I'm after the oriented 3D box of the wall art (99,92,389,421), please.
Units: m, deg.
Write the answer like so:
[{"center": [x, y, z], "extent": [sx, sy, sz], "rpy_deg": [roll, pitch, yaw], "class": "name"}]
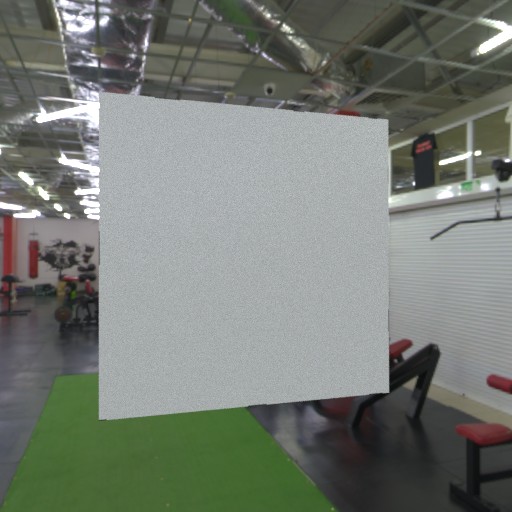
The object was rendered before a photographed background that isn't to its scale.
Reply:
[{"center": [0.000, 0.000, 0.666], "extent": [0.446, 0.445, 0.014], "rpy_deg": [0, 0, -16], "class": "wall art"}]
